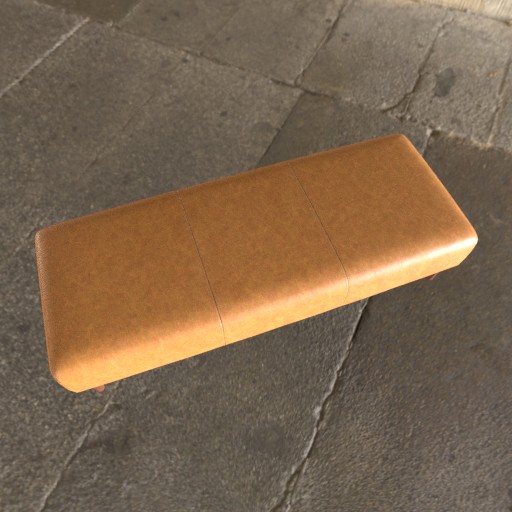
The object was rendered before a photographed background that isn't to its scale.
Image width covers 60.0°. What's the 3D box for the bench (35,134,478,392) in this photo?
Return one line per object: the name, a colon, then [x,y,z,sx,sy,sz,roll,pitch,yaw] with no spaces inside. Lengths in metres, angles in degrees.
bench: [0.000,0.000,1.831,1.610,0.399,0.653,-17,60,-10]
